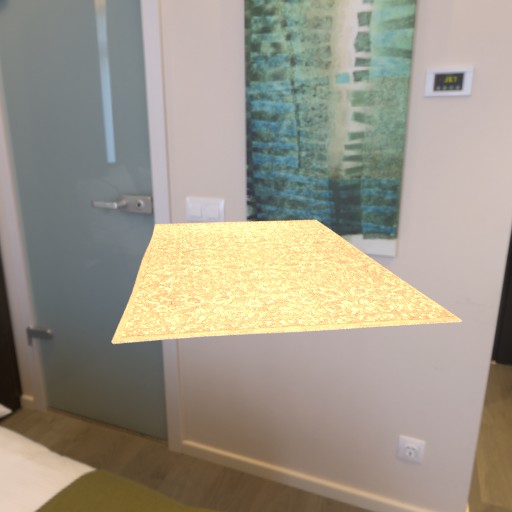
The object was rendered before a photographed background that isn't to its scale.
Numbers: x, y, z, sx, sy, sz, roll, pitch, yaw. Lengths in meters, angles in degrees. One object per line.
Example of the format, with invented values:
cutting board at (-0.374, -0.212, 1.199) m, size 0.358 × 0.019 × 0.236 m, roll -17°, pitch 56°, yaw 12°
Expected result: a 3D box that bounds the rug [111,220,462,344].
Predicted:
rug at (0.000, 0.000, 3.042) m, size 1.529 × 0.012 × 2.435 m, roll -2°, pitch 16°, yaw -8°
